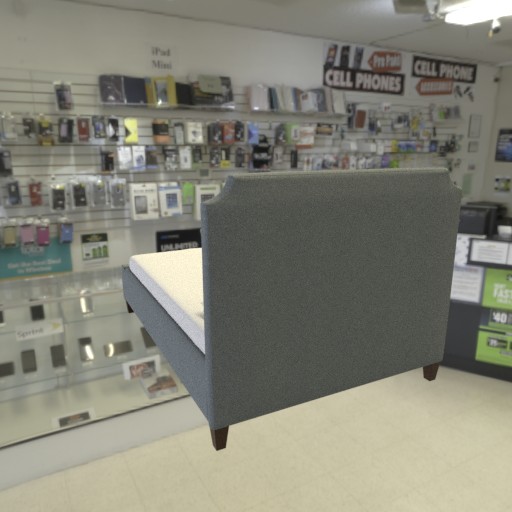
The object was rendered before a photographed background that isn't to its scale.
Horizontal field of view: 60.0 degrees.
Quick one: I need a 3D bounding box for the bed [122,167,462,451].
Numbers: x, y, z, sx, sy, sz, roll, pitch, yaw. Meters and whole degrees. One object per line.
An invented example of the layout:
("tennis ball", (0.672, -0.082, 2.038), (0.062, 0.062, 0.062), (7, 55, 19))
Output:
("bed", (0.000, 0.000, 3.504), (1.712, 1.443, 2.372), (-7, 16, -26))
